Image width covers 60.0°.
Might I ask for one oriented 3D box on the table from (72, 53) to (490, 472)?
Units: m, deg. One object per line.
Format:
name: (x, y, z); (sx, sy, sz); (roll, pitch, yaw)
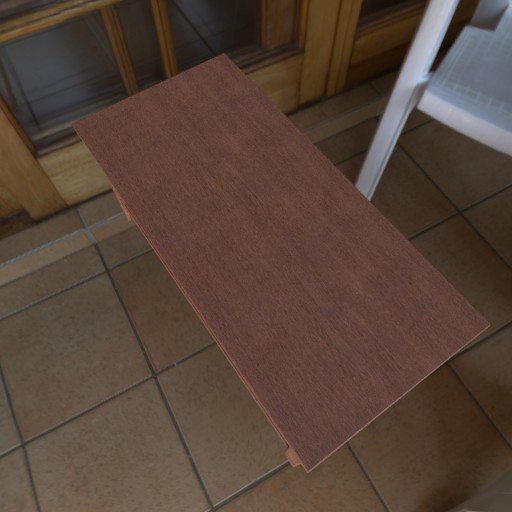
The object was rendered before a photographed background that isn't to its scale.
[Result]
table: (0.000, 0.000, 1.252); (0.483, 0.457, 1.016); (-32, 67, -15)
